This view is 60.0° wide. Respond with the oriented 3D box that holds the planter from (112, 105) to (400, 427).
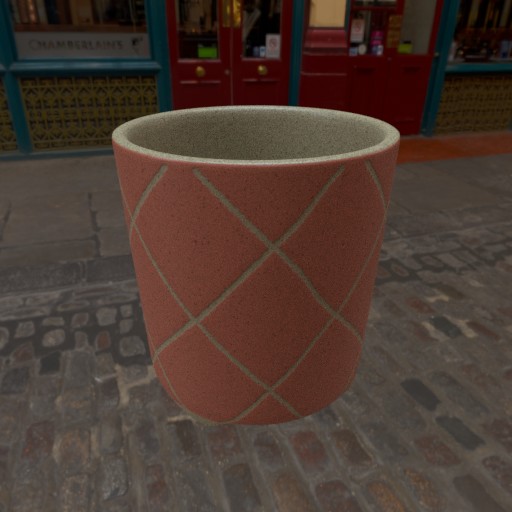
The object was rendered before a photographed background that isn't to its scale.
[{"bbox_3d":[0.000,0.000,0.349,0.191,0.200,0.191,0,27,0],"label":"planter"}]
